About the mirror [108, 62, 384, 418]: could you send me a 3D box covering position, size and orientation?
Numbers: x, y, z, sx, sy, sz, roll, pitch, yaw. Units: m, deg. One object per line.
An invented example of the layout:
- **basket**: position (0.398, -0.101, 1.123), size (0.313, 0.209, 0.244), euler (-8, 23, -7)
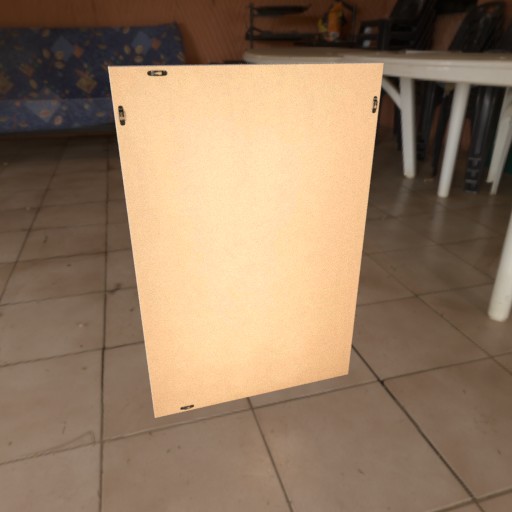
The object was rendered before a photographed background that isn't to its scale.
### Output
- **mirror**: position (0.000, 0.000, 1.152), size (0.609, 0.915, 0.040), euler (-8, 27, -16)
